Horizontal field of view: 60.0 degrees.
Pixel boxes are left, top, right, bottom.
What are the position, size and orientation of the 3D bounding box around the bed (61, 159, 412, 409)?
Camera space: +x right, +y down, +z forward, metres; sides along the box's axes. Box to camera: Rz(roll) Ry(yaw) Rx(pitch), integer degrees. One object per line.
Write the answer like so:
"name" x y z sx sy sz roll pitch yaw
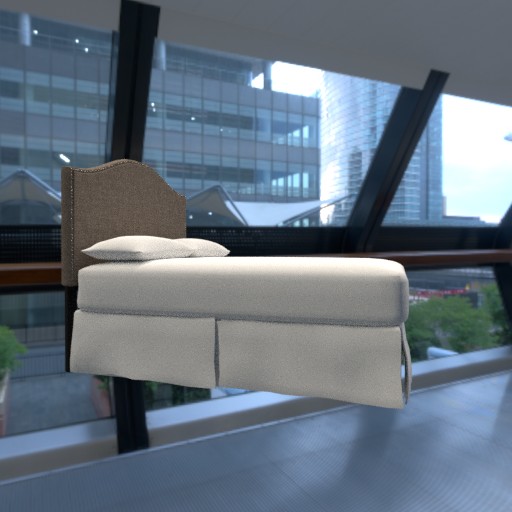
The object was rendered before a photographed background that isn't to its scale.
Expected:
"bed" 0.000 0.000 3.271 2.153 1.518 1.713 0 1 18
